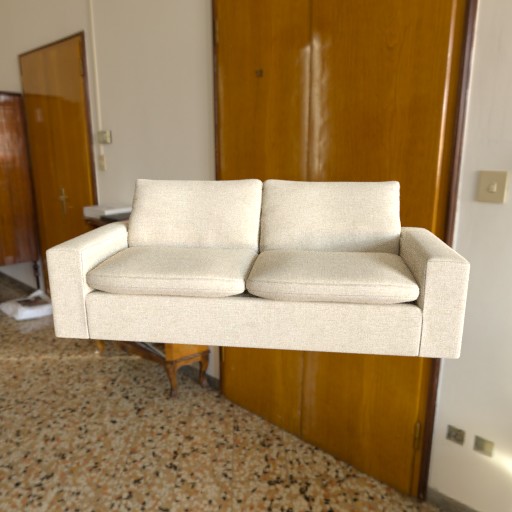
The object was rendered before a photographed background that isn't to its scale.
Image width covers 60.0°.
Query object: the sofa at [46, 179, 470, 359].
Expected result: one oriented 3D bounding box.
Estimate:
[{"bbox_3d":[0.000,0.000,2.830,2.299,0.922,1.040,2,13,7],"label":"sofa"}]
